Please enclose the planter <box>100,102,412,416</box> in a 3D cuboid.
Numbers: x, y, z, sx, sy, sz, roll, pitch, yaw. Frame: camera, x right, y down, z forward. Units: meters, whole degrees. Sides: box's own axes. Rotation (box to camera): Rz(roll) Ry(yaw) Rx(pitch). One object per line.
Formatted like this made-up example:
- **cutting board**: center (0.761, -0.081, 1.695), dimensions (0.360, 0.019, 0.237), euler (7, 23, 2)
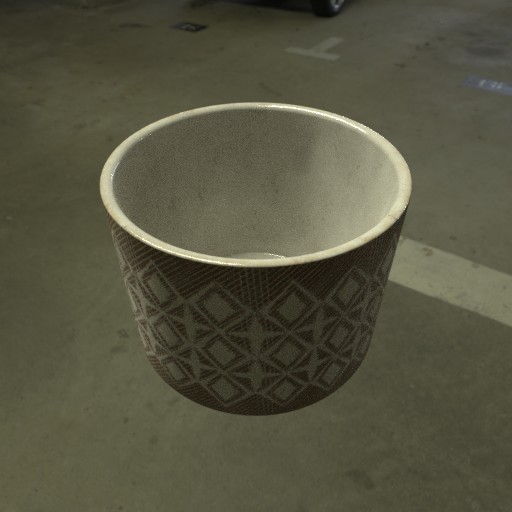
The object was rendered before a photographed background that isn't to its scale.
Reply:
- **planter**: center (0.000, 0.000, 0.220), dimensions (0.126, 0.104, 0.126), euler (0, 42, 0)
